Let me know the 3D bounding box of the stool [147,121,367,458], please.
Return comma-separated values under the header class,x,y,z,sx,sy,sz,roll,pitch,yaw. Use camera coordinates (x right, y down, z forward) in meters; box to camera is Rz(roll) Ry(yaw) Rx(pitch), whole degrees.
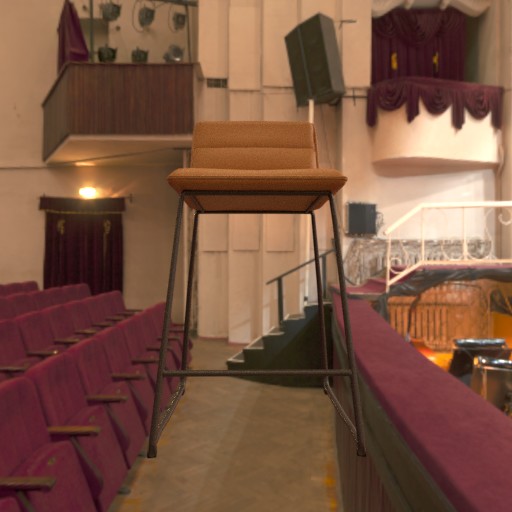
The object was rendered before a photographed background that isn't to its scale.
class,x,y,z,sx,sy,sz,roll,pitch,yaw
stool,0.000,0.000,1.182,0.489,0.866,0.524,0,0,-1
